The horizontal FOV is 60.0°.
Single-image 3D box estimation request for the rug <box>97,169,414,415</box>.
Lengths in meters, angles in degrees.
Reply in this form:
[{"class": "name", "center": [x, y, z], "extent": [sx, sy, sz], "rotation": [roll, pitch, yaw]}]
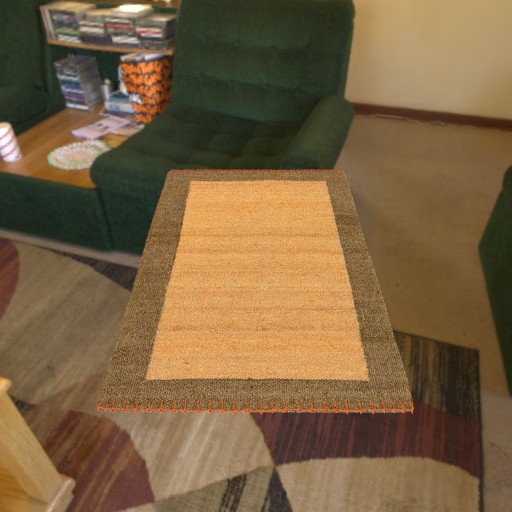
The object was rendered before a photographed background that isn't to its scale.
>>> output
[{"class": "rug", "center": [0.000, 0.000, 2.363], "extent": [1.220, 0.019, 1.838], "rotation": [0, 40, 0]}]
